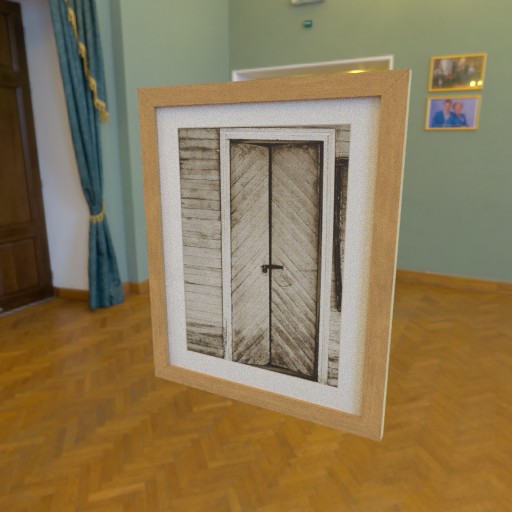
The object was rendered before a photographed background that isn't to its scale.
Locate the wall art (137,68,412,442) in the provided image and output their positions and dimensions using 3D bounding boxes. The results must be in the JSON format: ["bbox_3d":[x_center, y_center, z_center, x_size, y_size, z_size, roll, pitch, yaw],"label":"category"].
[{"bbox_3d":[0.000,0.000,0.756,0.460,0.561,0.020,7,16,26],"label":"wall art"}]
